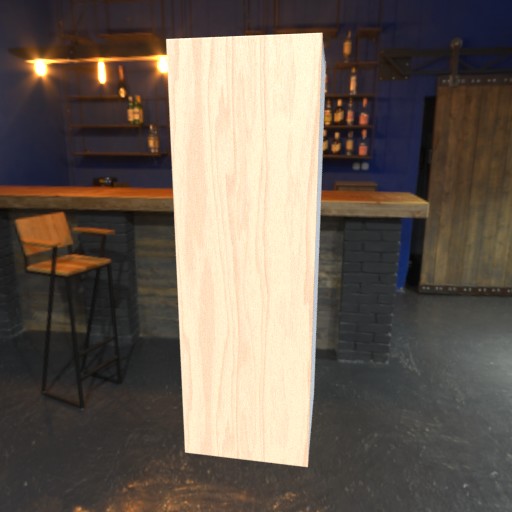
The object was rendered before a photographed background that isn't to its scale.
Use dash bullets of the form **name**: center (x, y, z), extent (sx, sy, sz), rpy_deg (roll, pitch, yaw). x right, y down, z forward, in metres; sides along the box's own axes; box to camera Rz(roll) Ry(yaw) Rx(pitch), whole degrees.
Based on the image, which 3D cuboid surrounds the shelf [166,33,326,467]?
- **shelf**: center (0.000, 0.000, 1.060), extent (0.290, 0.900, 0.300), rpy_deg (2, 14, 9)
